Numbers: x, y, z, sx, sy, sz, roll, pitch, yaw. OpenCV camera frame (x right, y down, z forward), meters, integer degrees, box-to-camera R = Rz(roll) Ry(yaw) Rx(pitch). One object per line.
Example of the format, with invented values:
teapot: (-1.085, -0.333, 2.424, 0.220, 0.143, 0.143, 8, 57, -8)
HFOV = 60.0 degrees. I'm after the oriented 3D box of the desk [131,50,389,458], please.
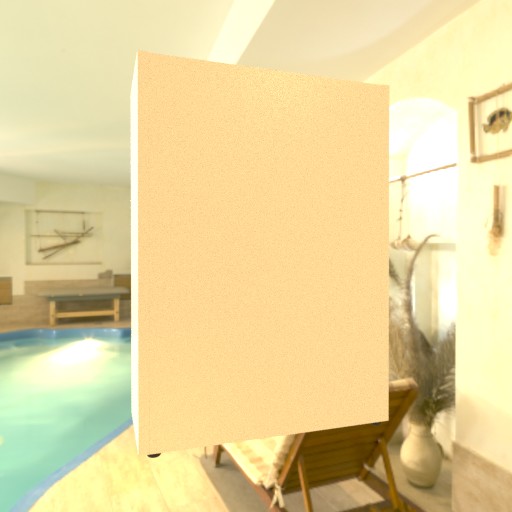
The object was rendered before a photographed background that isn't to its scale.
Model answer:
desk: (0.000, 0.000, 1.599, 0.850, 1.190, 0.390, 0, 1, -19)
